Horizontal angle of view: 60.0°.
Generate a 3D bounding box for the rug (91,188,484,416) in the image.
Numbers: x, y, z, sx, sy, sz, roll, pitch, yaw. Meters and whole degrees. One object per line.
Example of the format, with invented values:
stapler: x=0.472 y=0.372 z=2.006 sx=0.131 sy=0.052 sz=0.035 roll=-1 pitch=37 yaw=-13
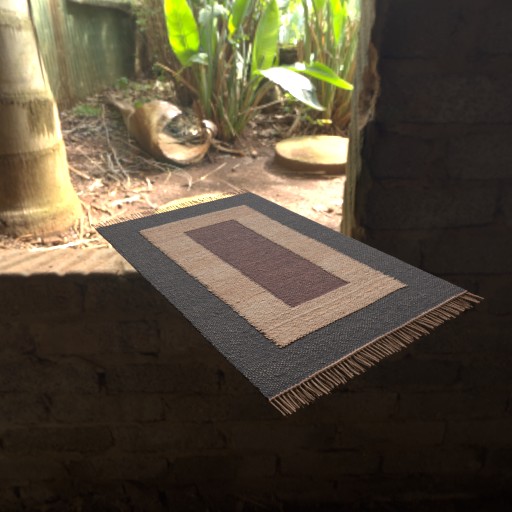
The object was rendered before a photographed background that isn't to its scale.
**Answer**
rug: x=0.000 y=0.000 z=2.499 sx=1.224 sy=0.027 sz=2.021 roll=-18 pitch=32 yaw=-32
